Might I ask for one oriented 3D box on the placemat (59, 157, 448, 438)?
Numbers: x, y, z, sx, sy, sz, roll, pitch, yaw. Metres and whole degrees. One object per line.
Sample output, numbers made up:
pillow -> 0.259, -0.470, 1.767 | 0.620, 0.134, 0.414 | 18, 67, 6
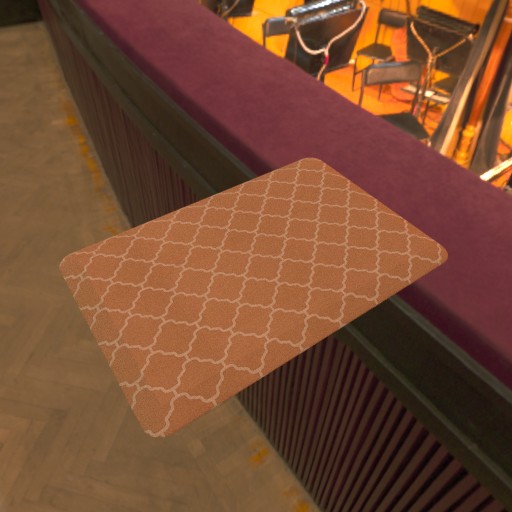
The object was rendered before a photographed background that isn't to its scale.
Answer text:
placemat -> 0.000, 0.000, 1.009 | 0.762, 0.021, 0.508 | -26, 51, -23
